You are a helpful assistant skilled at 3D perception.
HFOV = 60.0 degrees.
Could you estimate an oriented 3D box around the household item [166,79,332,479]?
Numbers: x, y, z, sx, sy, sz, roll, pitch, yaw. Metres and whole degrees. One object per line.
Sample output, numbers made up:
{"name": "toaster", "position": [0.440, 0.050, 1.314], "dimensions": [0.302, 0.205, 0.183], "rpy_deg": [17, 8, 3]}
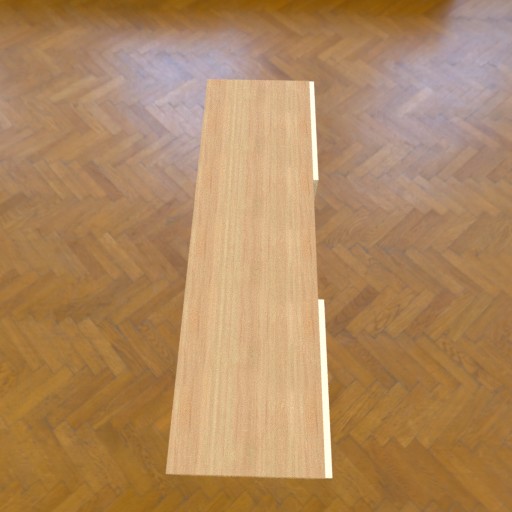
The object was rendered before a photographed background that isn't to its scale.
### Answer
{"name": "household item", "position": [0.000, 0.000, 1.569], "dimensions": [0.420, 0.310, 1.400], "rpy_deg": [1, 63, 1]}
